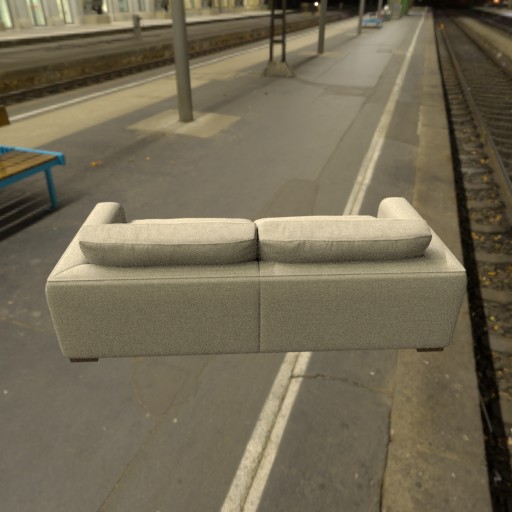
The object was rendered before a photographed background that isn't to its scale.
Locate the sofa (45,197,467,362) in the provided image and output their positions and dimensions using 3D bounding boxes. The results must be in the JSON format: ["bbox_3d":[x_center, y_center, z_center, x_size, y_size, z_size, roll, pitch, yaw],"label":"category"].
[{"bbox_3d":[0.000,0.000,2.845,2.262,0.801,1.070,-1,30,-2],"label":"sofa"}]
